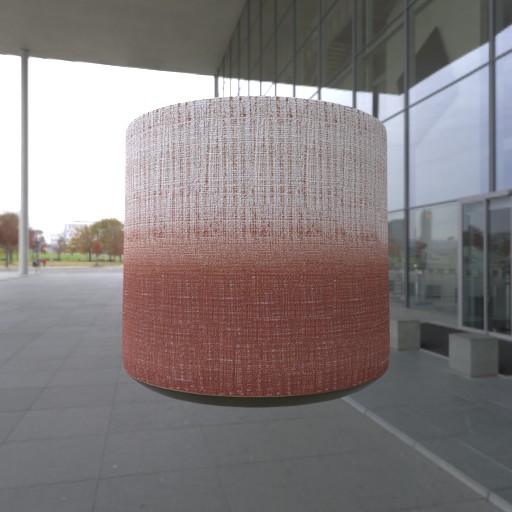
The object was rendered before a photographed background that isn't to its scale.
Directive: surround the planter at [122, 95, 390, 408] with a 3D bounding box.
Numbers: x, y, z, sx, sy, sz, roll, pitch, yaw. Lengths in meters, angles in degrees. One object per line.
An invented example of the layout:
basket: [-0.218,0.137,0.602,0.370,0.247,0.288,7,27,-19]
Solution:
planter: [0.000,0.000,0.382,0.221,0.201,0.221,0,0,0]
